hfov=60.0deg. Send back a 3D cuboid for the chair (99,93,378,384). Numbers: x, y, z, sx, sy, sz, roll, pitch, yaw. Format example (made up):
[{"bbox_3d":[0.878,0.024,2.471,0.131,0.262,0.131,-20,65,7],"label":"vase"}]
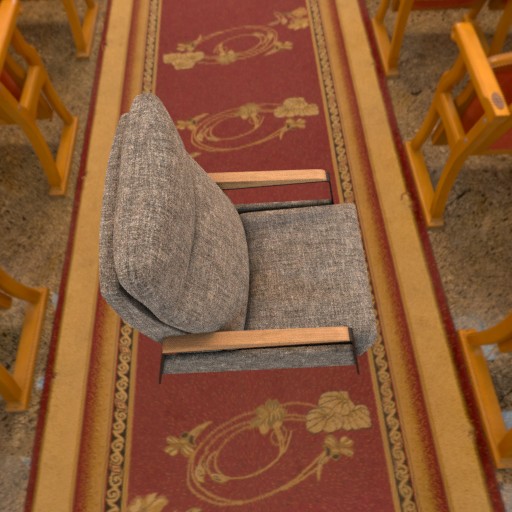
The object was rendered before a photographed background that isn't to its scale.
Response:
[{"bbox_3d":[0.000,0.000,1.596,0.868,1.042,0.671,-2,64,-1],"label":"chair"}]
